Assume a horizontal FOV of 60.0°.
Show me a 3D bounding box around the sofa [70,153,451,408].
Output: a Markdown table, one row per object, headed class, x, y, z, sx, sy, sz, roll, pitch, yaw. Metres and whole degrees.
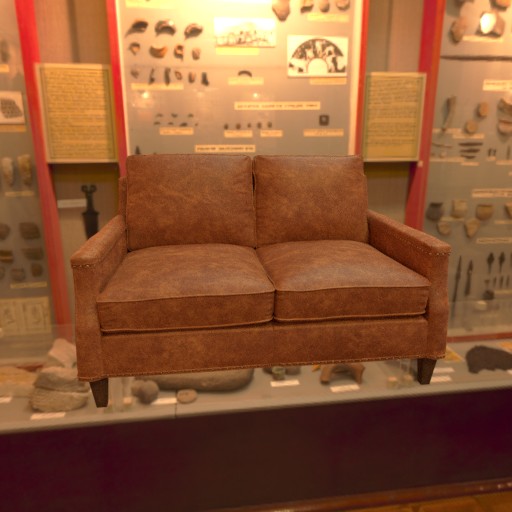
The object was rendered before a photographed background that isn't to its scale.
| class | x | y | z | sx | sy | sz | roll | pitch | yaw |
| --- | --- | --- | --- | --- | --- | --- | --- | --- | --- |
| sofa | 0.000 | 0.000 | 2.286 | 1.597 | 1.003 | 1.084 | -2 | 16 | -7 |
